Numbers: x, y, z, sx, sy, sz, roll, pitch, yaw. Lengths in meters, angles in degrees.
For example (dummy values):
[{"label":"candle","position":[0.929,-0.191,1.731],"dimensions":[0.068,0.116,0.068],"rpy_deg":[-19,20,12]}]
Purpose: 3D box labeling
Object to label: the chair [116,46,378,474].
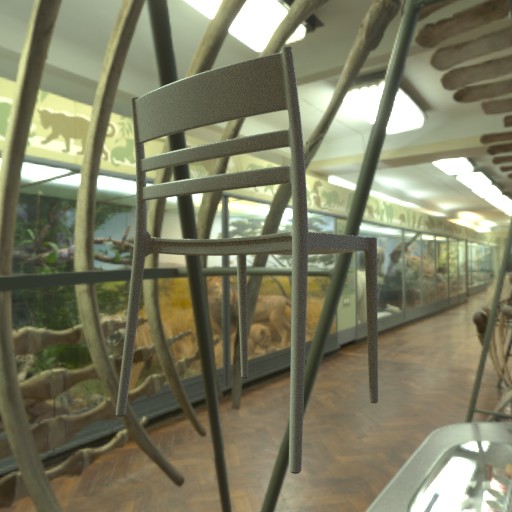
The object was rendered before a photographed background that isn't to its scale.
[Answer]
[{"label":"chair","position":[0.000,0.000,1.154],"dimensions":[0.531,0.800,0.511],"rpy_deg":[-1,-1,36]}]
